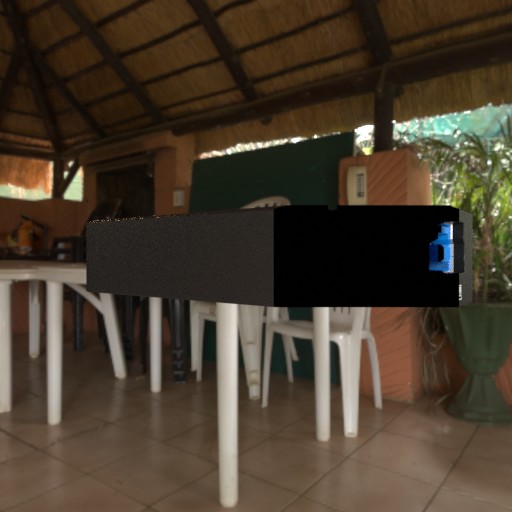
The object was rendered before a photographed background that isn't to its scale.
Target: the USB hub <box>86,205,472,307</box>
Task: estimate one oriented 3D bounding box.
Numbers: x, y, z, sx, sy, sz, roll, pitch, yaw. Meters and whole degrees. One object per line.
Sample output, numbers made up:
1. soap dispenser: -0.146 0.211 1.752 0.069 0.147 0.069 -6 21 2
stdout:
1. USB hub: 0.000 0.000 0.130 0.110 0.023 0.044 0 0 36
